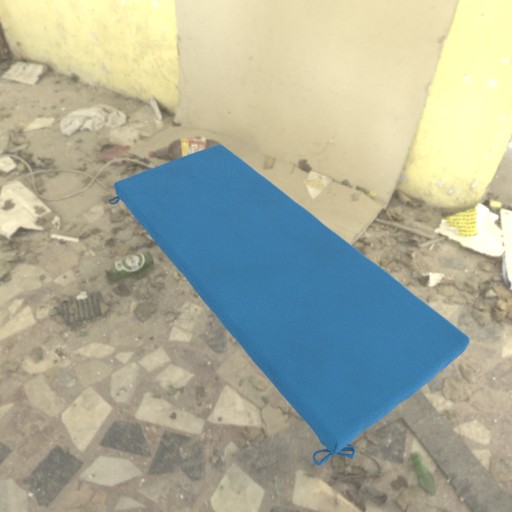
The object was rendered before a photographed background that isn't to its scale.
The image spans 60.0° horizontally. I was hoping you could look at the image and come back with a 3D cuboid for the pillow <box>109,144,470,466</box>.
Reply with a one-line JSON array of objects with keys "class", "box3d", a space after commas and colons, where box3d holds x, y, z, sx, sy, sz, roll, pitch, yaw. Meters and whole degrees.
[{"class": "pillow", "box3d": [0.000, 0.000, 1.334, 0.492, 0.081, 1.187, -27, 50, -25]}]
